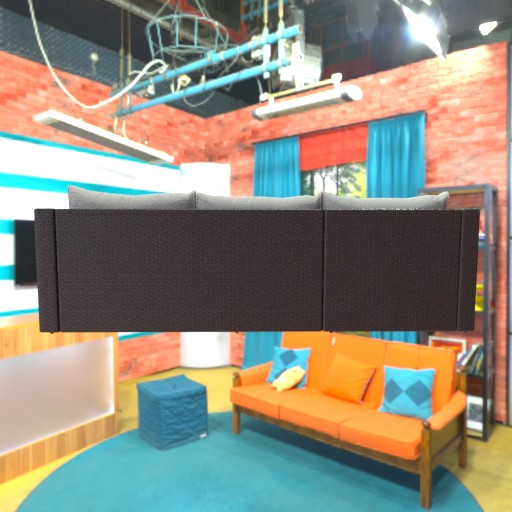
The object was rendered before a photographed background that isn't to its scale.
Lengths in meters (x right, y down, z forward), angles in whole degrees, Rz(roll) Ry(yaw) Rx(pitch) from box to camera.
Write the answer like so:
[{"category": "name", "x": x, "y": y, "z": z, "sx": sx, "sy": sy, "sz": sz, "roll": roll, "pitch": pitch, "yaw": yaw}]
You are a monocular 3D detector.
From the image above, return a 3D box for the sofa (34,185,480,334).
[{"category": "sofa", "x": 0.000, "y": 0.000, "z": 2.975, "sx": 2.192, "sy": 0.766, "sz": 1.612, "roll": 0, "pitch": 1, "yaw": -1}]
